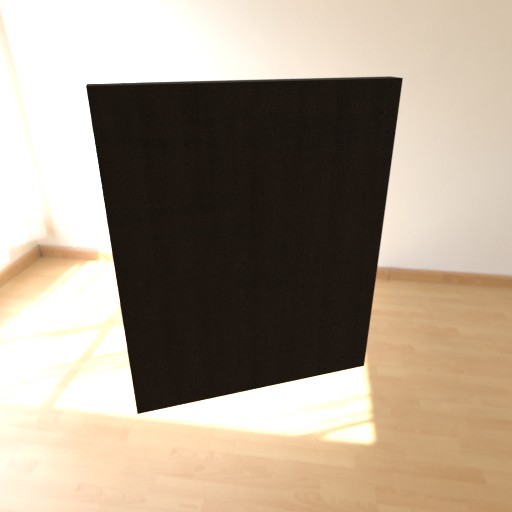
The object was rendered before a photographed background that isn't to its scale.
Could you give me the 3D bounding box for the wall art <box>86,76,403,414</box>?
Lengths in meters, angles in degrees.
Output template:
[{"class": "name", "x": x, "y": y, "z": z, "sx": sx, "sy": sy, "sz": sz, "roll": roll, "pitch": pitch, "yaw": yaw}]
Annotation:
[{"class": "wall art", "x": 0.000, "y": 0.000, "z": 0.748, "sx": 0.455, "sy": 0.552, "sz": 0.034, "roll": -7, "pitch": 27, "yaw": -15}]
